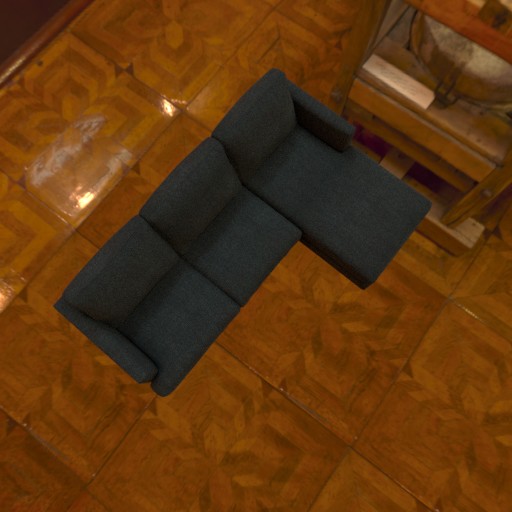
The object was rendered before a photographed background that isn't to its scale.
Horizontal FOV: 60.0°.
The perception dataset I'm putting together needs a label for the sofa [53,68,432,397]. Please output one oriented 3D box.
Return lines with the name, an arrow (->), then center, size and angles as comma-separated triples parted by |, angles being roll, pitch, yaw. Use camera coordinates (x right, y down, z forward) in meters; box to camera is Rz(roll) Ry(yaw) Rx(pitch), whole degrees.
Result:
sofa -> 0.000, 0.000, 3.076 | 1.504, 0.956, 2.233 | 38, 79, 9
